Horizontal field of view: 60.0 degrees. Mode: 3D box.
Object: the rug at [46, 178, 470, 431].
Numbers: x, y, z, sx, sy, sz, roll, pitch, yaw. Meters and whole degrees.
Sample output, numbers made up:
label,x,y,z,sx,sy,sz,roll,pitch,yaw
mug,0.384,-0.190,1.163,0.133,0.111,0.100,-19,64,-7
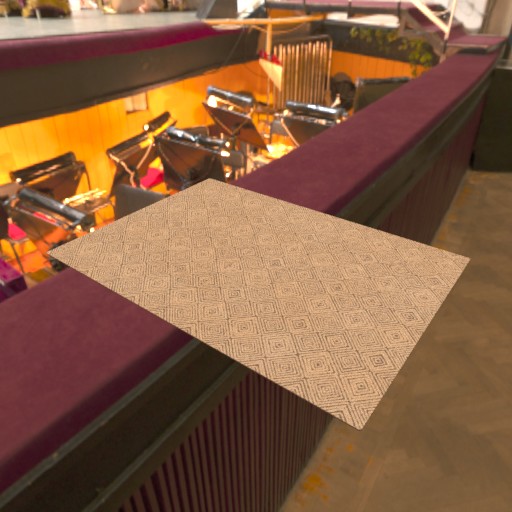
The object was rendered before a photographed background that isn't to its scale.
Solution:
label,x,y,z,sx,sy,sz,roll,pitch,yaw
rug,0.000,0.000,2.865,2.238,0.008,1.593,22,38,31
